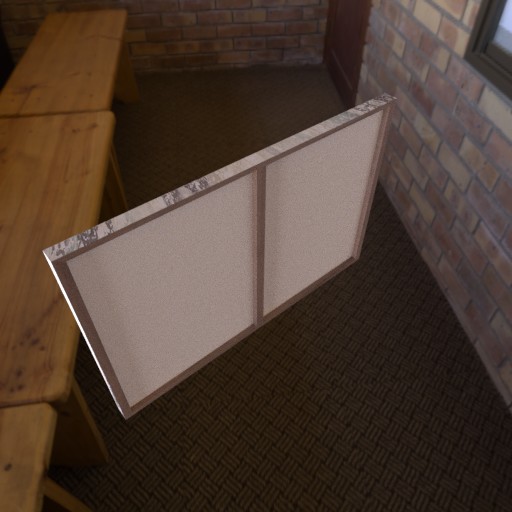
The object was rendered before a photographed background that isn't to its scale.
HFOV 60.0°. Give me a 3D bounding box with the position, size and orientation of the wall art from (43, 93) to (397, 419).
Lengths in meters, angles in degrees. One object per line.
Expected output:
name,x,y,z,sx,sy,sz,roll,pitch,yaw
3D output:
wall art,0.000,0.000,1.166,0.919,0.598,0.038,-31,53,-27
